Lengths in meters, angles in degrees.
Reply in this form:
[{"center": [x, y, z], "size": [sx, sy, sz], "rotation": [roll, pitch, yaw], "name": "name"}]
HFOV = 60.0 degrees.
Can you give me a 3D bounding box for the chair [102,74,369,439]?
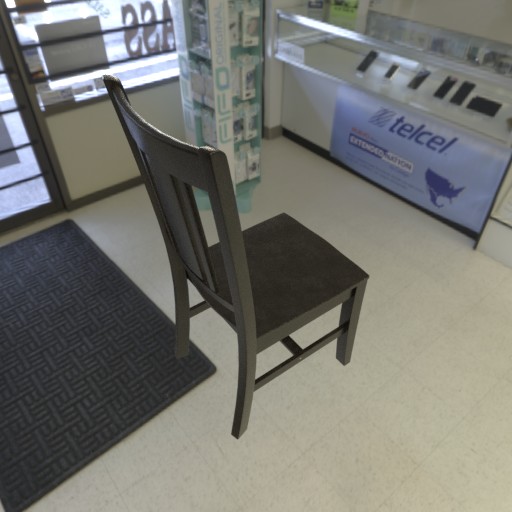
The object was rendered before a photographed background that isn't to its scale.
[{"center": [0.000, 0.000, 1.271], "size": [0.555, 0.998, 0.450], "rotation": [-26, 47, -27], "name": "chair"}]
